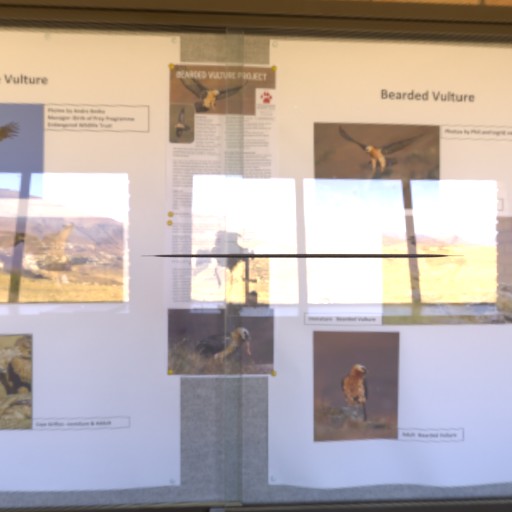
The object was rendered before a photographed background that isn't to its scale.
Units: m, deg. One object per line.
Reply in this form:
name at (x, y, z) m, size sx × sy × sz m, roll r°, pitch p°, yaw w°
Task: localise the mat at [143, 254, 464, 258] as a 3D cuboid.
mat at (0.000, 0.000, 1.893) m, size 0.913 × 0.013 × 1.524 m, roll 0°, pitch 0°, yaw -35°
